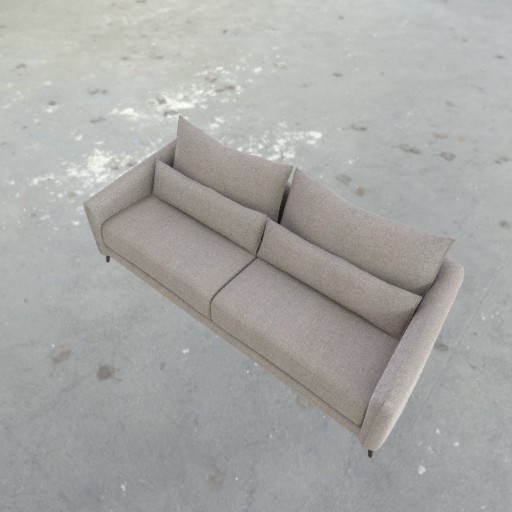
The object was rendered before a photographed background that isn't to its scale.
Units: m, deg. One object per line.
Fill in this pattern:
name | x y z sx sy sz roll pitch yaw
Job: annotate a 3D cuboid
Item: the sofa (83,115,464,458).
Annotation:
sofa | 0.000 0.000 2.406 2.022 0.833 0.809 31 53 26
